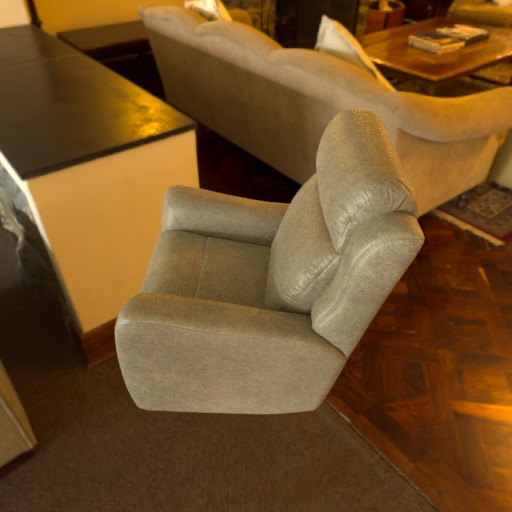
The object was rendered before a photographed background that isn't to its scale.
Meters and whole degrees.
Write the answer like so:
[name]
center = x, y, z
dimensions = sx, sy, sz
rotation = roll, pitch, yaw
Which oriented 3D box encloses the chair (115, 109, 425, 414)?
[chair]
center = 0.000, 0.000, 1.942
dimensions = 1.068, 1.116, 0.967
rotation = 2, 40, 2
